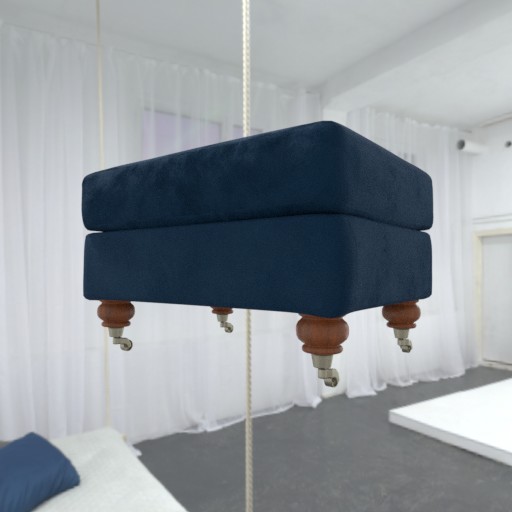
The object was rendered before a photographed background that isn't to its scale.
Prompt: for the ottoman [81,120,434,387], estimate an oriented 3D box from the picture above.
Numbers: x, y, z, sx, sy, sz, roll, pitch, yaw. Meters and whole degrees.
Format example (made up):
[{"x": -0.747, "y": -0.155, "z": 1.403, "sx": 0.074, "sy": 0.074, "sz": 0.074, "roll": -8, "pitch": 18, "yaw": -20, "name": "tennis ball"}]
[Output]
[{"x": 0.000, "y": 0.000, "z": 1.155, "sx": 0.773, "sy": 0.503, "sz": 0.572, "roll": -1, "pitch": -2, "yaw": 37, "name": "ottoman"}]
